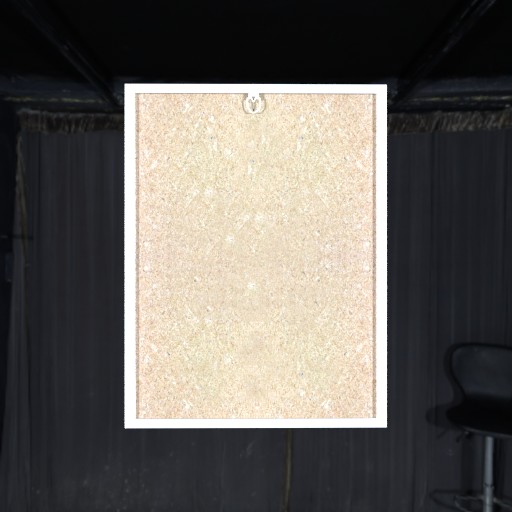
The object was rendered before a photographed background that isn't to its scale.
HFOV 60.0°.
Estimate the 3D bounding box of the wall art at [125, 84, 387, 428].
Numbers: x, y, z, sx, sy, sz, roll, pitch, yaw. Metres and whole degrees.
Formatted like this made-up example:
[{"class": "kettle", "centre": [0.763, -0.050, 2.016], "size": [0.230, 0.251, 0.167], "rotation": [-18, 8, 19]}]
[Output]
[{"class": "wall art", "centre": [0.000, 0.000, 1.379], "size": [0.805, 1.056, 0.042], "rotation": [0, 0, 0]}]
